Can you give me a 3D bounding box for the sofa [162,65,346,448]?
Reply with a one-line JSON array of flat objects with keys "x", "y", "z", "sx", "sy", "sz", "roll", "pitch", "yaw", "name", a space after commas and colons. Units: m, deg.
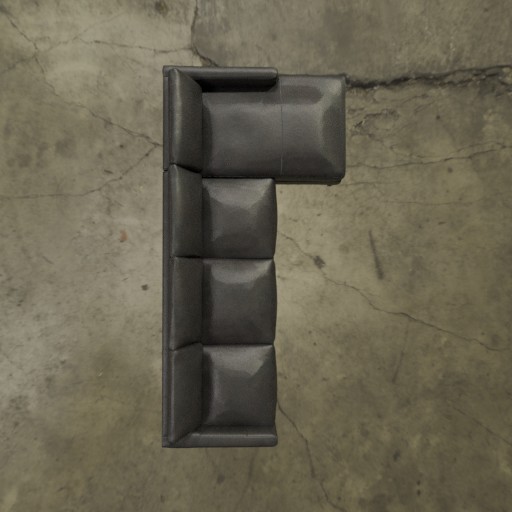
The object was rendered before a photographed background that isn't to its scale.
[{"x": 0.000, "y": 0.000, "z": 3.661, "sx": 1.471, "sy": 0.859, "sz": 2.993, "roll": 0, "pitch": 89, "yaw": -1, "name": "sofa"}]
